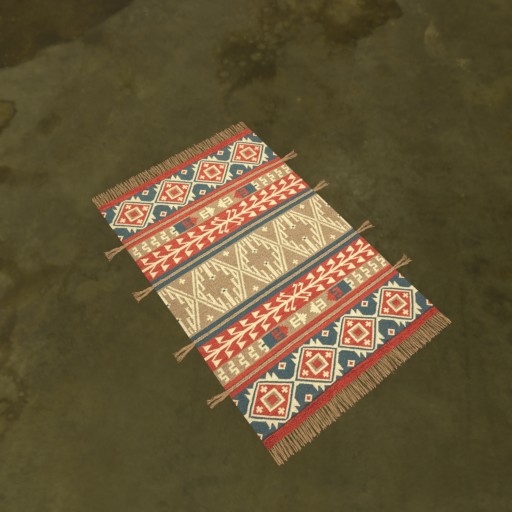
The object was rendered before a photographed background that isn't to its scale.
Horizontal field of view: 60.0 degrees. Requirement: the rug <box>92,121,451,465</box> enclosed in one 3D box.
[{"bbox_3d":[0.000,0.000,3.269,1.778,0.048,2.450,-33,64,-18],"label":"rug"}]
